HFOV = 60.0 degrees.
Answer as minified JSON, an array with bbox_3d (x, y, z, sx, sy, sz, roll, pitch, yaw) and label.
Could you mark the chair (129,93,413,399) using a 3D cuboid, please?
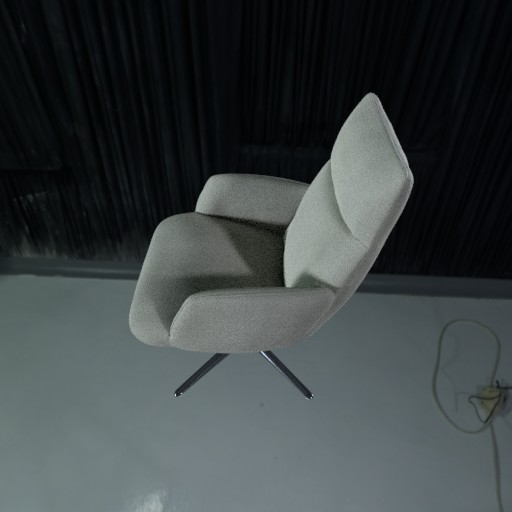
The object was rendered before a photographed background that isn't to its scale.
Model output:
[{"bbox_3d":[0.000,0.000,1.622,0.889,1.016,0.711,1,42,1],"label":"chair"}]
